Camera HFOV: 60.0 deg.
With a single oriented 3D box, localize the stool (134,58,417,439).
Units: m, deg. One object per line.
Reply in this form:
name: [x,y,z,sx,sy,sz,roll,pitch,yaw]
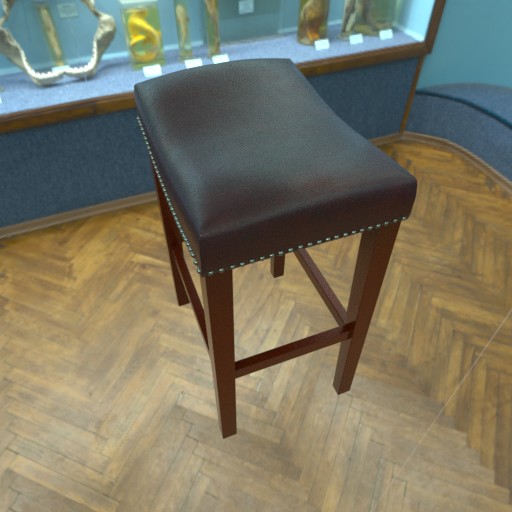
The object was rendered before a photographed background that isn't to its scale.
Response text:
stool: [0.000,0.000,1.052,0.372,0.742,0.504,-16,48,-14]
